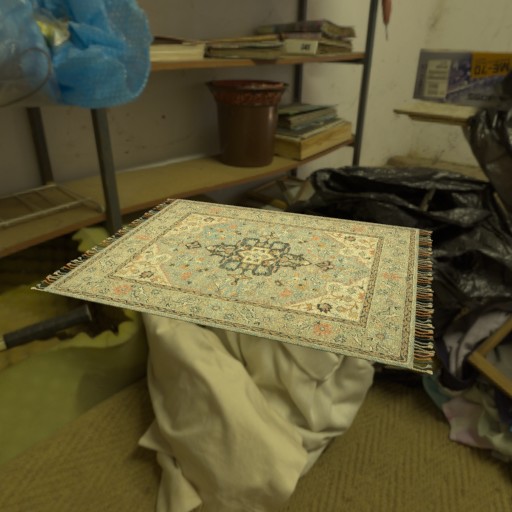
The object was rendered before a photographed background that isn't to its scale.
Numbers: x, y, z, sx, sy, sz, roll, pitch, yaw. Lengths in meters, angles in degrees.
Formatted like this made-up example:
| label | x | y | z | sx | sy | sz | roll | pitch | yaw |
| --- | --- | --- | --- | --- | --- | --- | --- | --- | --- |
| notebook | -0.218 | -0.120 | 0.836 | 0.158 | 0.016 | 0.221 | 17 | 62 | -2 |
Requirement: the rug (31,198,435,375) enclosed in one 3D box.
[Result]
| label | x | y | z | sx | sy | sz | roll | pitch | yaw |
| --- | --- | --- | --- | --- | --- | --- | --- | --- | --- |
| rug | 0.000 | 0.000 | 3.514 | 2.651 | 0.010 | 1.971 | 9 | 28 | 17 |
